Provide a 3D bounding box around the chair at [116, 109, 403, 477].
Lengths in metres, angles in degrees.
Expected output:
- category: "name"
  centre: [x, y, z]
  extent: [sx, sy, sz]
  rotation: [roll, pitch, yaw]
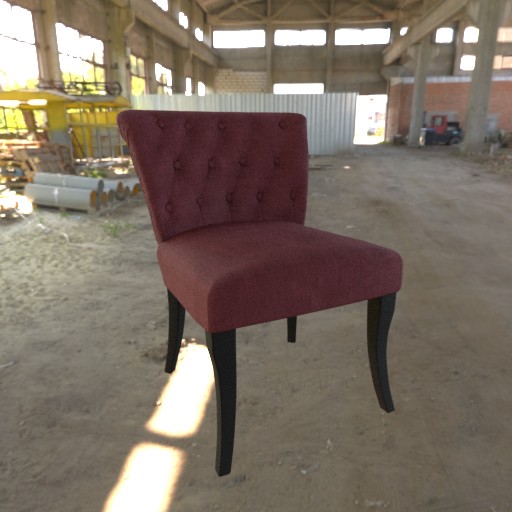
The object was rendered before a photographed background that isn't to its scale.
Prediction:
- category: "chair"
  centre: [0.000, 0.000, 1.184]
  extent: [0.582, 0.750, 0.605]
  rotation: [-8, 18, -26]
